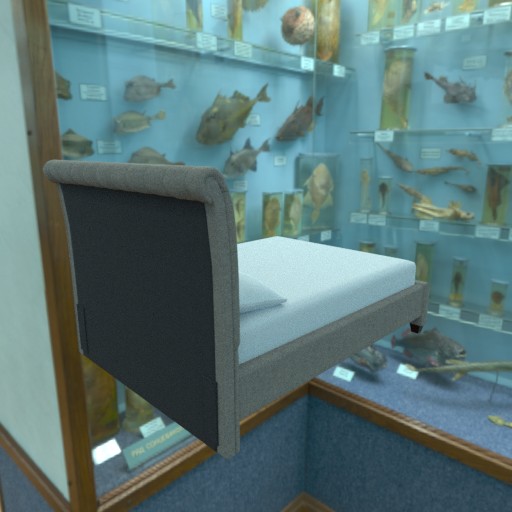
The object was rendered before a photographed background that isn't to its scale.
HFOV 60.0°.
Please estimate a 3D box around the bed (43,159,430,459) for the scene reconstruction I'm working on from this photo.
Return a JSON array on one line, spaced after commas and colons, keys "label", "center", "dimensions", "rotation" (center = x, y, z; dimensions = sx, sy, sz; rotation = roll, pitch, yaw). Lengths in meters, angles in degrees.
[{"label": "bed", "center": [0.000, 0.000, 3.207], "dimensions": [2.252, 1.371, 1.645], "rotation": [-13, 19, -43]}]
